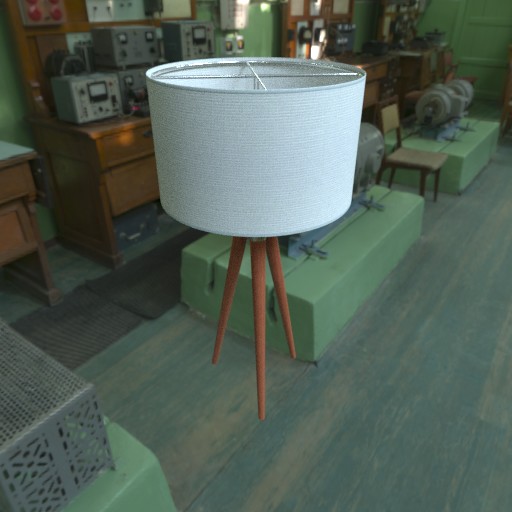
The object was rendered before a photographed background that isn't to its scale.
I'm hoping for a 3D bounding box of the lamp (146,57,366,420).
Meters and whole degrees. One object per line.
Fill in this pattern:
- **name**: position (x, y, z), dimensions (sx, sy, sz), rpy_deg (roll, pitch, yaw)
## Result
- **lamp**: position (0.000, 0.000, 0.908), dimensions (0.354, 0.709, 0.355), rpy_deg (19, 35, 29)
